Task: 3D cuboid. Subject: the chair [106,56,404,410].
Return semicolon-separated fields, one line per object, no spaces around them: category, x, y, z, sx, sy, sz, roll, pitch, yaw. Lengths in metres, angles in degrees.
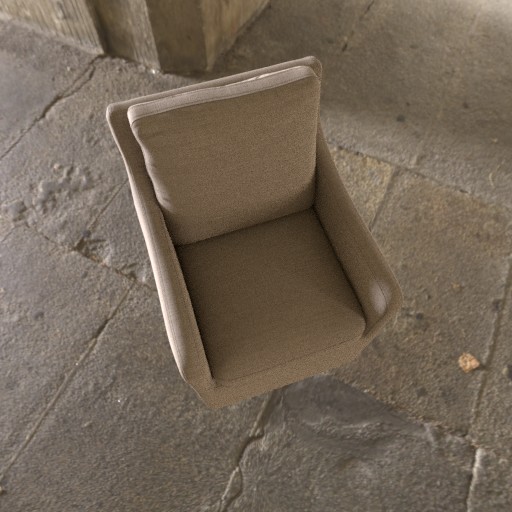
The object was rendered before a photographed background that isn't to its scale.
chair;0.000;0.000;1.380;0.626;0.914;0.694;-17;64;-8
